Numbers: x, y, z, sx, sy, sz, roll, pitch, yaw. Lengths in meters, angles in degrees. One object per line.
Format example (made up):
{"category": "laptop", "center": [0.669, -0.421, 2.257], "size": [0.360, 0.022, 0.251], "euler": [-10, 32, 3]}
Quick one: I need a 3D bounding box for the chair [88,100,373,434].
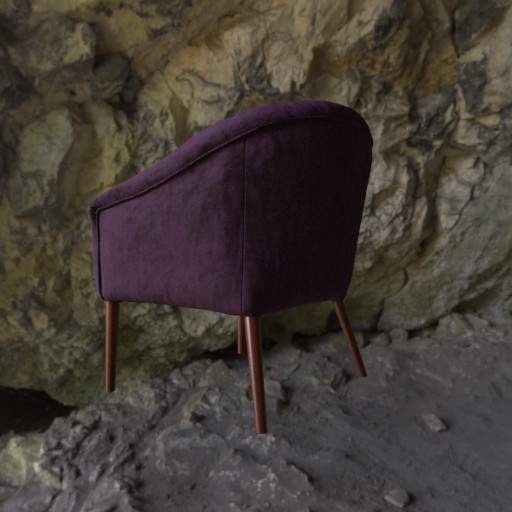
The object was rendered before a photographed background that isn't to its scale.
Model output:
{"category": "chair", "center": [0.000, 0.000, 1.527], "size": [0.776, 0.885, 0.851], "euler": [0, 0, 37]}
